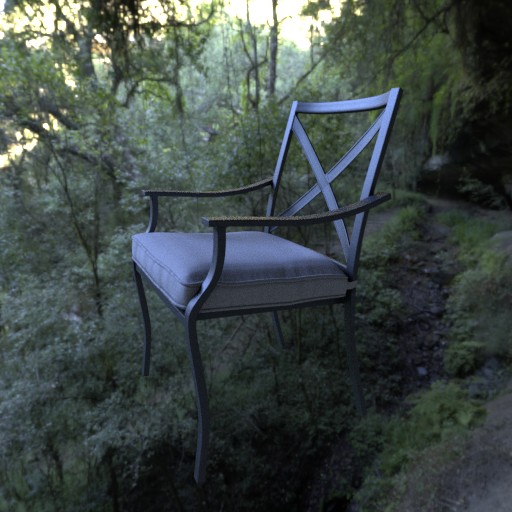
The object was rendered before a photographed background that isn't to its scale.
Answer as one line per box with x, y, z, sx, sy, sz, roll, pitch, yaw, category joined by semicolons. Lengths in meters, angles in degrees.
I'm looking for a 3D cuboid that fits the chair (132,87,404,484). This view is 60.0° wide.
0.000;0.000;1.270;0.620;0.889;0.575;-7;17;-26;chair
